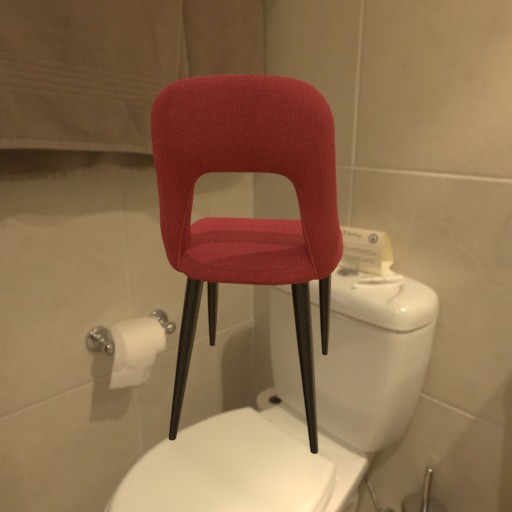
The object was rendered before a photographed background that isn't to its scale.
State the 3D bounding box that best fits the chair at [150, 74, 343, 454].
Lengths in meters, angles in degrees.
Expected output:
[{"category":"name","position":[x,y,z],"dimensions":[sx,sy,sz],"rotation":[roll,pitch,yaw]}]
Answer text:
[{"category":"chair","position":[0.000,0.000,1.237],"dimensions":[0.483,0.892,0.569],"rotation":[3,17,9]}]
